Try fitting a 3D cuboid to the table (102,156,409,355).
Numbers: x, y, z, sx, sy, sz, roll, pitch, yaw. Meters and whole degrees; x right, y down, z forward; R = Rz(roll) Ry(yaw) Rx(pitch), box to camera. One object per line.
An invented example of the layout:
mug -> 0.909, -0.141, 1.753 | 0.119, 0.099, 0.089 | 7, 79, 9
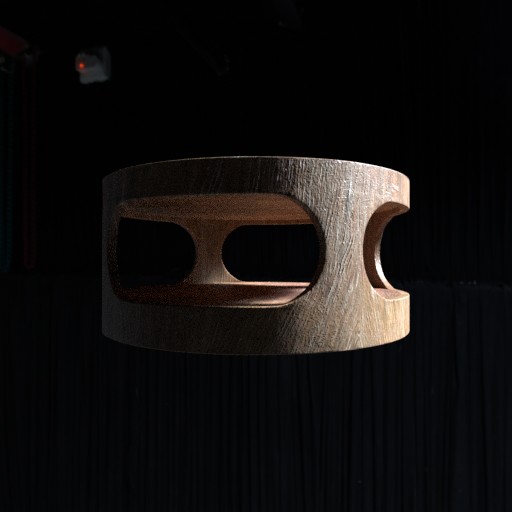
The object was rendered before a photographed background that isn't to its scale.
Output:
table -> 0.000, 0.000, 1.490 | 0.974, 0.450, 0.974 | 0, 0, 0
